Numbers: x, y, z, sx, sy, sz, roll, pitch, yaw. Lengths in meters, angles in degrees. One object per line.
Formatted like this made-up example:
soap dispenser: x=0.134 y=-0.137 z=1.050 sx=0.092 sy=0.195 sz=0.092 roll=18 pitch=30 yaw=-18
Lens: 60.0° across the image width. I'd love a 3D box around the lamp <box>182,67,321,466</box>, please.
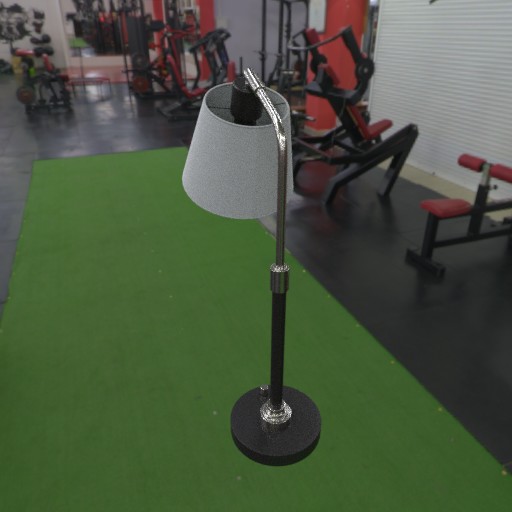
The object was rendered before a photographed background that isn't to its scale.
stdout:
lamp: x=0.000 y=0.000 z=0.692 sx=0.181 sy=0.539 sz=0.348 roll=-9 pitch=29 yaw=-17
